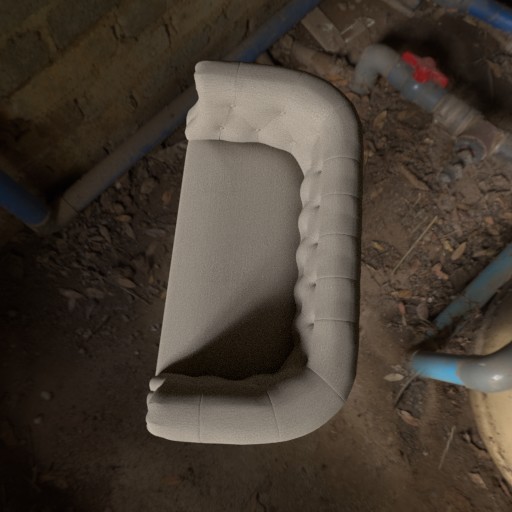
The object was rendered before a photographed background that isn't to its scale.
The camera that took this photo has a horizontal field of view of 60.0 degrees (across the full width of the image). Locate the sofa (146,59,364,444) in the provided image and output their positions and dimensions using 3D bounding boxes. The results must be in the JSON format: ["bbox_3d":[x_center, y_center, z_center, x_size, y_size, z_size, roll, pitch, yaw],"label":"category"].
[{"bbox_3d":[0.000,0.000,2.063,0.835,0.827,1.558,5,75,1],"label":"sofa"}]
